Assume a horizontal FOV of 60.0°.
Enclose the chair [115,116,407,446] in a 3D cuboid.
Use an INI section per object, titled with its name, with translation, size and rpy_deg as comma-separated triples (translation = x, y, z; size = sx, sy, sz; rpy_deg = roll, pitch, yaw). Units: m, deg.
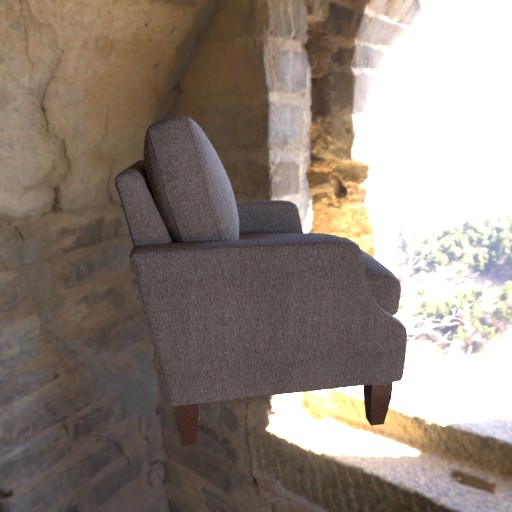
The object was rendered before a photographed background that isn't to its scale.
[chair]
translation = 0.000, 0.000, 1.674
size = 0.897, 0.993, 0.855
rpy_deg = -3, 16, -9
